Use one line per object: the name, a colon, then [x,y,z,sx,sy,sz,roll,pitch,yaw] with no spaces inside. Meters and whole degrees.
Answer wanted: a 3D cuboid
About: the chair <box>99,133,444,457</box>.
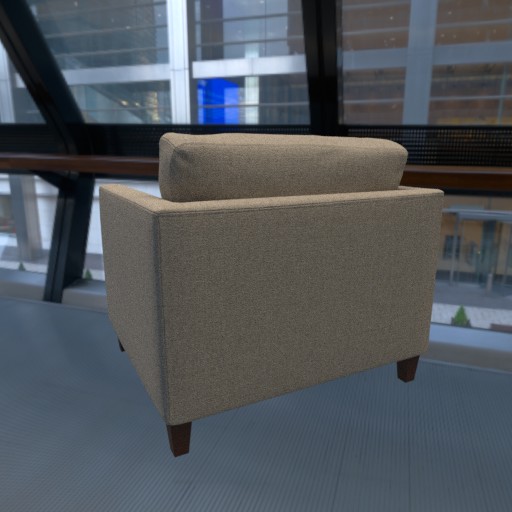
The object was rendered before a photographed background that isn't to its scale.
chair: [0.000,0.000,1.839,1.107,0.961,0.959,-7,15,-27]
